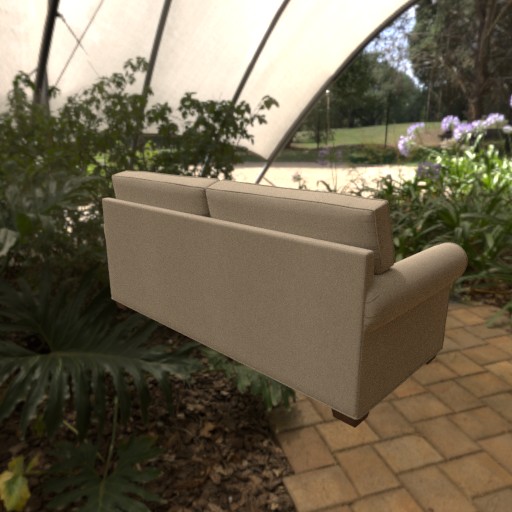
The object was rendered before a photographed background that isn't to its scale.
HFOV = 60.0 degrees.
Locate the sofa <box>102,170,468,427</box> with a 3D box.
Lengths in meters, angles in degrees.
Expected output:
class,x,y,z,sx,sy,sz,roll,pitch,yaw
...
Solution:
class,x,y,z,sx,sy,sz,roll,pitch,yaw
sofa,0.000,0.000,2.677,2.146,0.962,0.901,15,21,42
